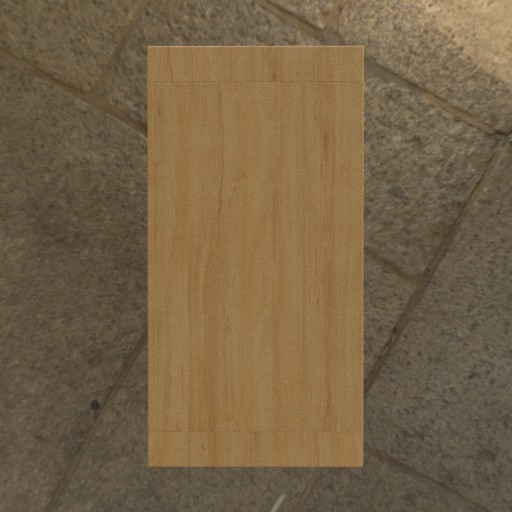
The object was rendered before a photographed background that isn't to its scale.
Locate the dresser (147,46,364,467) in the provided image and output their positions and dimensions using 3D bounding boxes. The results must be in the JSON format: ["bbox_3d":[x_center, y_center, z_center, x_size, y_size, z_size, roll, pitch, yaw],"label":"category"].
[{"bbox_3d":[0.000,0.000,1.206,0.410,0.730,0.800,0,90,0],"label":"dresser"}]
